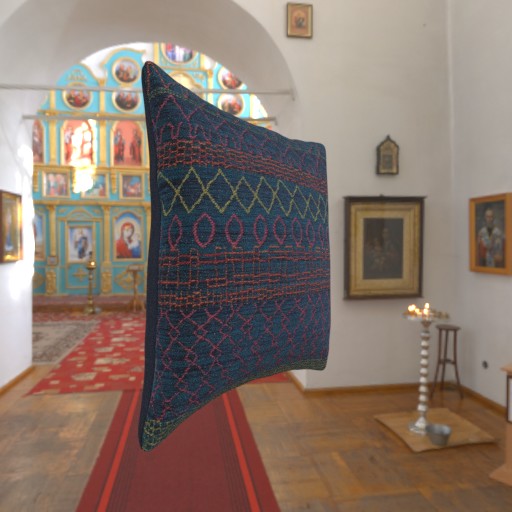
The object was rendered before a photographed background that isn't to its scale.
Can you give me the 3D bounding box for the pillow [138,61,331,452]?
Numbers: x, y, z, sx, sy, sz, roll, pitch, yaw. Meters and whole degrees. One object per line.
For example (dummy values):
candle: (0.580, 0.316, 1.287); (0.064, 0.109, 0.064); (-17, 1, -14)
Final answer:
pillow: (0.000, 0.000, 0.660); (0.141, 0.431, 0.431); (0, 0, 36)
